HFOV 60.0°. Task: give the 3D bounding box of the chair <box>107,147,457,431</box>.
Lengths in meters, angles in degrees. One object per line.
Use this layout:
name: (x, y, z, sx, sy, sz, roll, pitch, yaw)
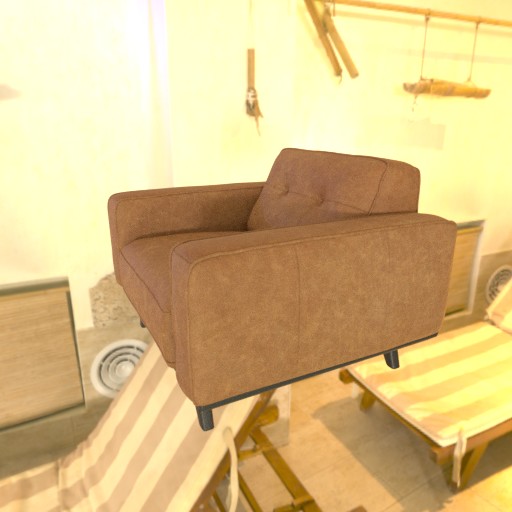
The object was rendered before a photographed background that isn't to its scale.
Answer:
chair: (0.000, 0.000, 1.738, 0.952, 0.782, 1.118, -9, 19, -26)
